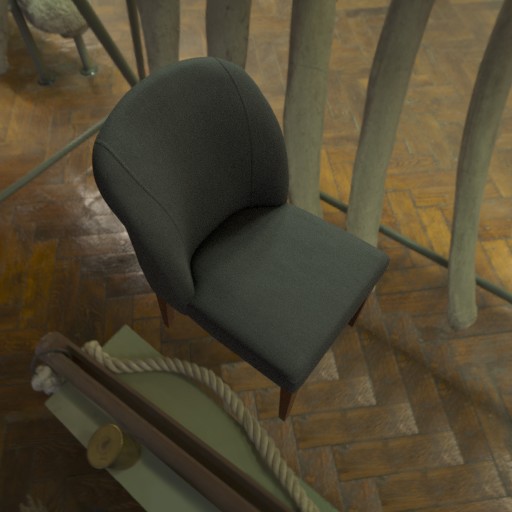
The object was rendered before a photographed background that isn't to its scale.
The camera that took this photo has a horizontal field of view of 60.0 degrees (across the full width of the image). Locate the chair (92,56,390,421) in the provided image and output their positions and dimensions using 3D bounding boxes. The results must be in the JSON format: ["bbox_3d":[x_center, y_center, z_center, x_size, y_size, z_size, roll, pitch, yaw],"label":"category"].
[{"bbox_3d":[0.000,0.000,1.245,0.619,0.879,0.506,33,63,20],"label":"chair"}]
